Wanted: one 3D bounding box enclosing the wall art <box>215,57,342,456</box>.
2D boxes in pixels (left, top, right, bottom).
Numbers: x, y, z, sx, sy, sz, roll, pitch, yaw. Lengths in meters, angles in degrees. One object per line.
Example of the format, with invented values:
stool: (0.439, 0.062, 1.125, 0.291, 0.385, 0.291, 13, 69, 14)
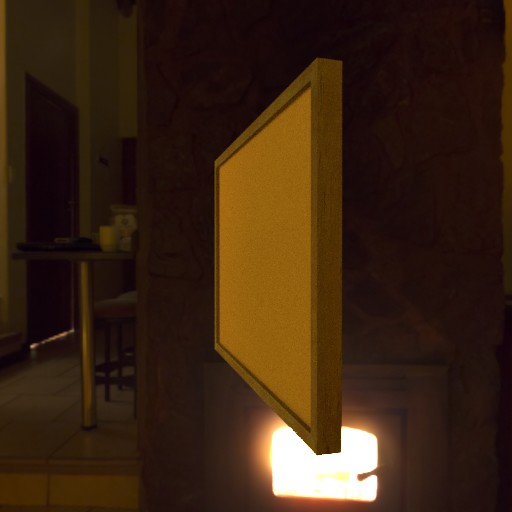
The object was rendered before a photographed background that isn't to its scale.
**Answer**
wall art: (0.000, 0.000, 1.763, 0.070, 1.009, 1.320, 0, 0, -17)
